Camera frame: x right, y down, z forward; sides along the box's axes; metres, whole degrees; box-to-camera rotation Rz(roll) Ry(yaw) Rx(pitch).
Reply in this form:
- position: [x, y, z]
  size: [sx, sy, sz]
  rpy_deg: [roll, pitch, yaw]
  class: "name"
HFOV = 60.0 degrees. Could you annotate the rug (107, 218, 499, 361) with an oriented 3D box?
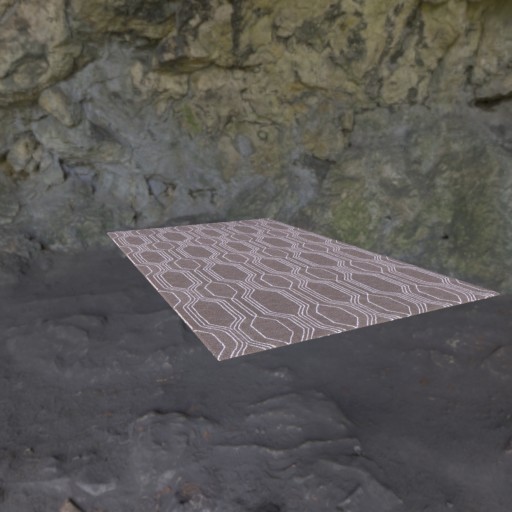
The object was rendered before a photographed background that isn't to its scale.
- position: [0.000, 0.000, 2.972]
  size: [1.541, 0.012, 2.457]
  rpy_deg: [-7, 17, -26]
  class: "rug"
